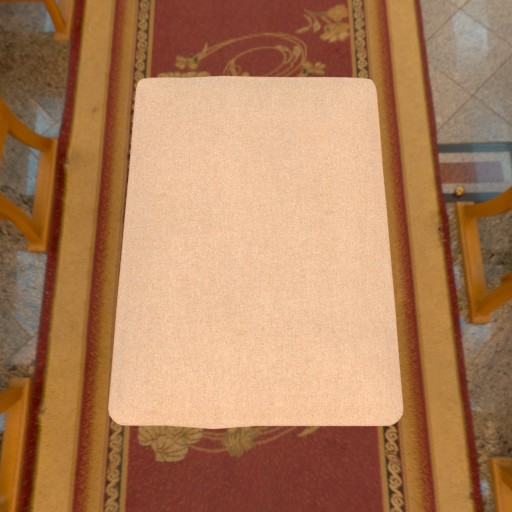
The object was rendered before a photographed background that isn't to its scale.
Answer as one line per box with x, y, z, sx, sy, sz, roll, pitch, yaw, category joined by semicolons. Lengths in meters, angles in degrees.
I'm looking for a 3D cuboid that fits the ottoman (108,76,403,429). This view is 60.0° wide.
0.000;0.000;1.210;0.617;0.503;0.846;0;74;0;ottoman
